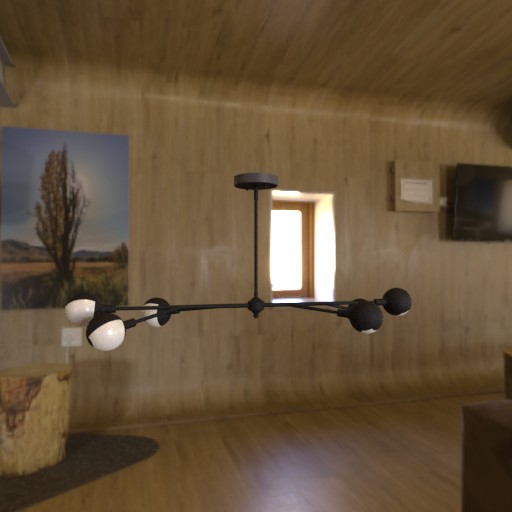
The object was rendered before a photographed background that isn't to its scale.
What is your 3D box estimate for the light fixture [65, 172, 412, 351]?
[{"bbox_3d":[0.000,0.000,1.014,0.778,0.362,0.434,0,-1,0],"label":"light fixture"}]
